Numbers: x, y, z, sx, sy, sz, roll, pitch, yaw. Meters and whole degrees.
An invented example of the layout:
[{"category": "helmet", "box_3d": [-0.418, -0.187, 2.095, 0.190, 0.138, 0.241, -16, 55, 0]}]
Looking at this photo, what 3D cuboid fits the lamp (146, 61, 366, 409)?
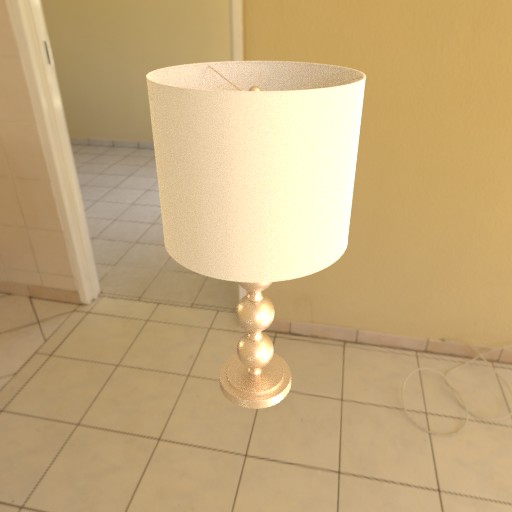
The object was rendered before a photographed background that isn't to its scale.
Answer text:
[{"category": "lamp", "box_3d": [0.000, 0.000, 0.699, 0.277, 0.538, 0.277, 1, 30, 1]}]
